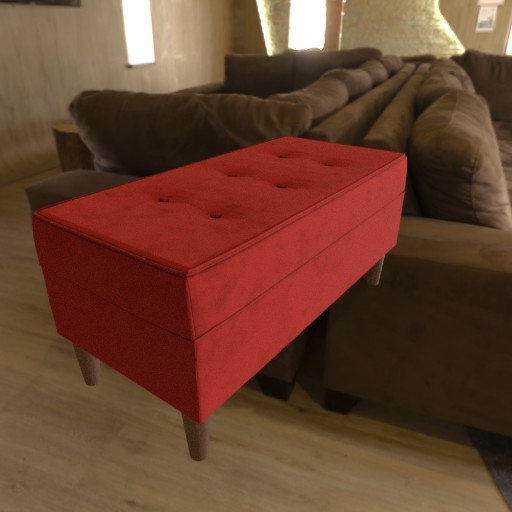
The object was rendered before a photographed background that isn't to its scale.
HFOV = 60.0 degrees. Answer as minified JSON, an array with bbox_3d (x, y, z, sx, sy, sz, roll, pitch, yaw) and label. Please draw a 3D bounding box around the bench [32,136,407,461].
[{"bbox_3d":[0.000,0.000,1.275,0.492,0.471,1.016,18,32,32],"label":"bench"}]
